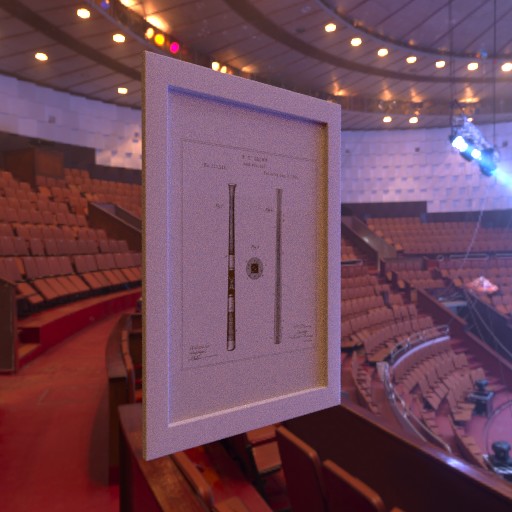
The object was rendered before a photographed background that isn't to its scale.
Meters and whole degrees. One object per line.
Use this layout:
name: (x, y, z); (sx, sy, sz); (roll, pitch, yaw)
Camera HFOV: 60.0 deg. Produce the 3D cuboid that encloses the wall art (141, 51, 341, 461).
wall art: (0.000, 0.000, 0.620); (0.329, 0.482, 0.011); (-1, 1, -36)
